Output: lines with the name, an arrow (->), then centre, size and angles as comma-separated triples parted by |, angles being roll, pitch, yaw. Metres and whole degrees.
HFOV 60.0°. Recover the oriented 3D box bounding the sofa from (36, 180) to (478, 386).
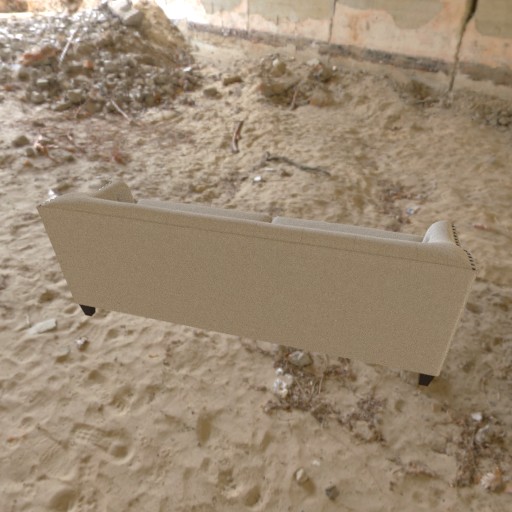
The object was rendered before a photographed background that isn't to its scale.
sofa -> 0.000, 0.000, 2.721 | 2.235, 0.901, 0.914 | 9, 34, 13
